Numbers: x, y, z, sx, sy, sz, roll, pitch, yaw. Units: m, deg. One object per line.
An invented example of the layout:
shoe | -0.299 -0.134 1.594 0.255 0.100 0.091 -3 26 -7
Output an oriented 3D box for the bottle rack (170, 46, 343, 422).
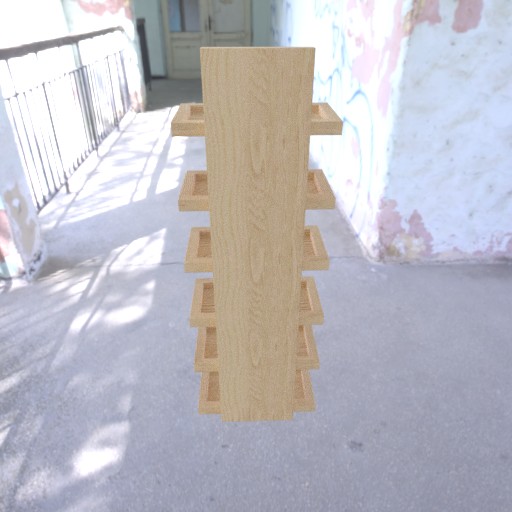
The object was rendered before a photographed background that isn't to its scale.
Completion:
bottle rack | 0.000 0.000 1.085 0.330 0.943 0.206 -1 30 -2
